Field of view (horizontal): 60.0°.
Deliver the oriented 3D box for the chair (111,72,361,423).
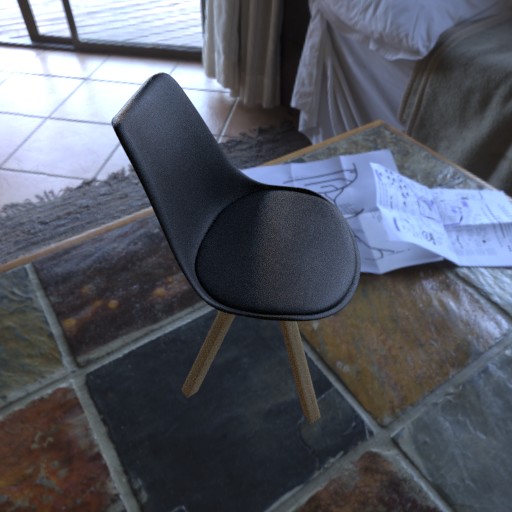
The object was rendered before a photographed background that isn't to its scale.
[{"bbox_3d":[0.000,0.000,1.185,0.549,0.850,0.485,9,46,8],"label":"chair"}]
